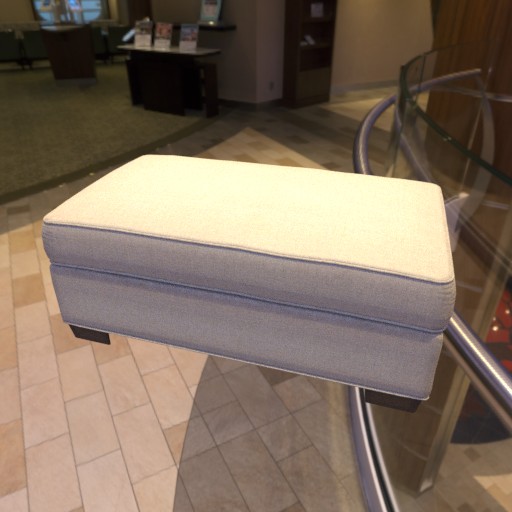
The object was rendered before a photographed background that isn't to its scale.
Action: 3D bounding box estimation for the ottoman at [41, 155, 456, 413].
[{"bbox_3d":[0.000,0.000,1.417,1.097,0.461,0.617,9,32,14],"label":"ottoman"}]
